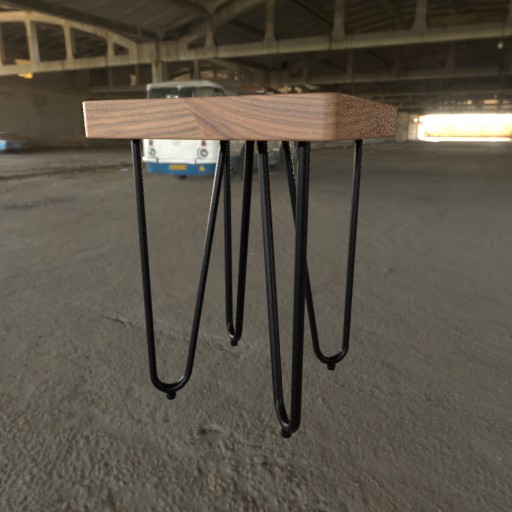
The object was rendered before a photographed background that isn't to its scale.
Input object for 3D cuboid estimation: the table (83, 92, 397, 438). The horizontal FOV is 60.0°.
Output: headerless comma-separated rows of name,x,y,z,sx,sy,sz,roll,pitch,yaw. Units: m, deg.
table,0.000,0.000,0.989,0.480,0.641,0.479,8,18,26
